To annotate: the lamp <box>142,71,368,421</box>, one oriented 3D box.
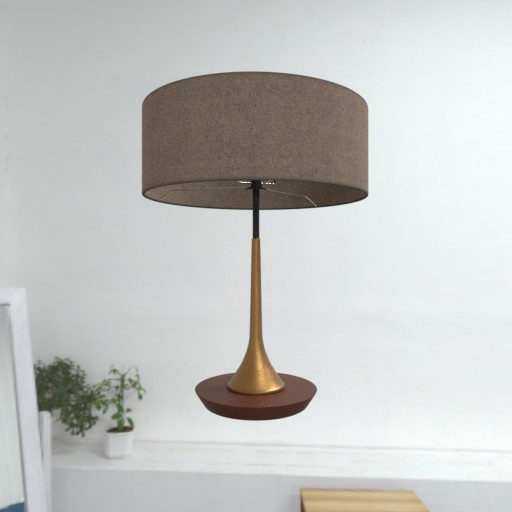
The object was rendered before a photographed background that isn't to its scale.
[{"bbox_3d":[0.000,0.000,0.836,0.417,0.551,0.396,0,0,-18],"label":"lamp"}]
